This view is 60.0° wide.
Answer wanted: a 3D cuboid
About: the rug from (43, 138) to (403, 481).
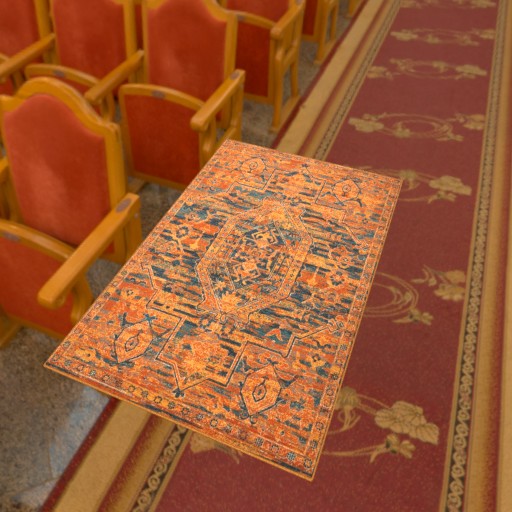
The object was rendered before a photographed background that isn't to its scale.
[{"bbox_3d":[0.000,0.000,1.073,0.557,0.008,0.863,17,50,15],"label":"rug"}]
